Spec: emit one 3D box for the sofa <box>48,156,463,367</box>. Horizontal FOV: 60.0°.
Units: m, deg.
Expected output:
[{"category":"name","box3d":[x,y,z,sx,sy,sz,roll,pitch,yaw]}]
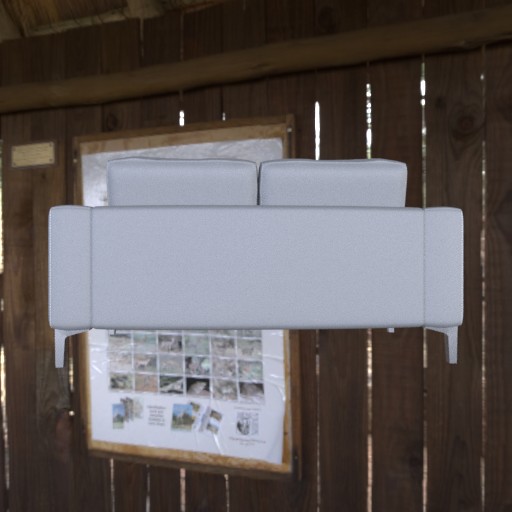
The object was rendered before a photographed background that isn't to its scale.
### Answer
[{"category":"sofa","box3d":[0.000,0.000,2.195,1.726,0.892,0.833,0,0,-2]}]
